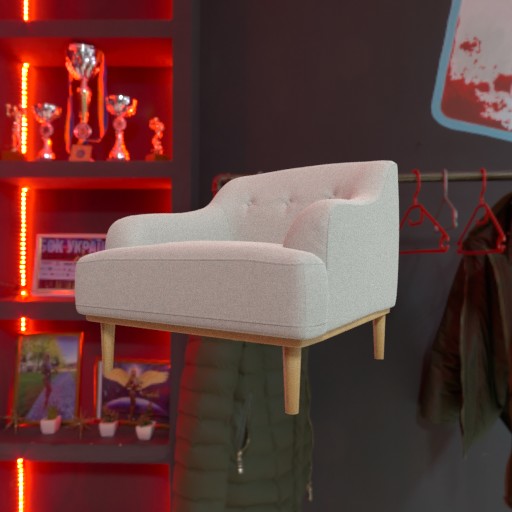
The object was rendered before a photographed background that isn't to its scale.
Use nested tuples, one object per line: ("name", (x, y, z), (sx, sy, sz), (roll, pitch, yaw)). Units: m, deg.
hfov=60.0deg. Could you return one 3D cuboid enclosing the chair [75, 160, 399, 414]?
("chair", (0.000, 0.000, 1.683), (0.946, 0.818, 0.951), (0, 0, 34))
